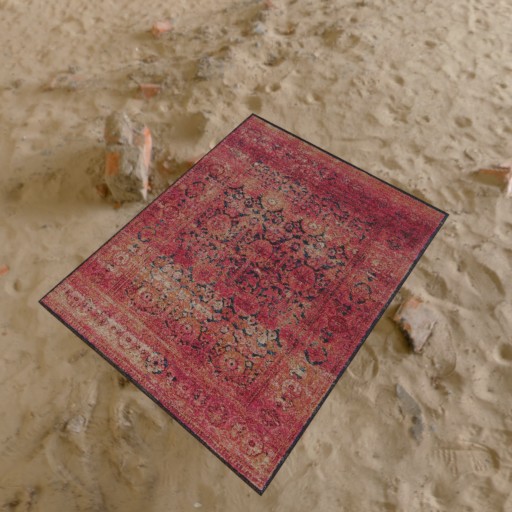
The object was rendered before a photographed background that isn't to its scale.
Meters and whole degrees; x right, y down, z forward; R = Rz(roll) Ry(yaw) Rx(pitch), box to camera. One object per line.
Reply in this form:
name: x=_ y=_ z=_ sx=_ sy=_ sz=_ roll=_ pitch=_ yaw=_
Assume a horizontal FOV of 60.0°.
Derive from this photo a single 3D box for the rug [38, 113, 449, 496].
rug: x=0.000 y=0.000 z=4.046 sx=2.411 sy=0.020 sz=3.032 roll=33 pitch=63 yaw=19
